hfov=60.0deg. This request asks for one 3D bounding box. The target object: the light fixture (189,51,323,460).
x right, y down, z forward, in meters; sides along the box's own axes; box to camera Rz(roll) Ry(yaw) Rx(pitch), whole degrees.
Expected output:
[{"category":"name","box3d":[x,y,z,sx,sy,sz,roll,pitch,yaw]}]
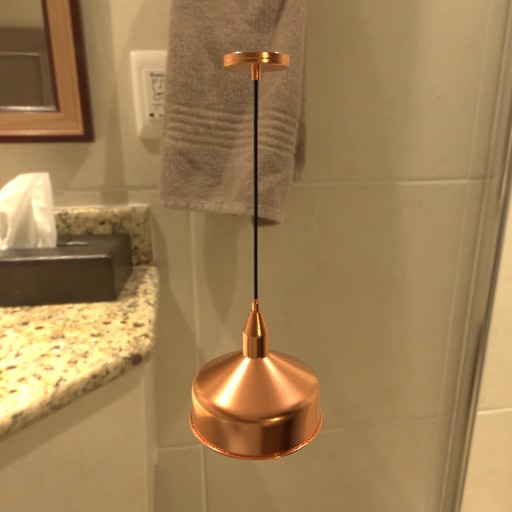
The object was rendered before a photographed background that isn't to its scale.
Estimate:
[{"category":"light fixture","box3d":[0.000,0.000,0.911,0.301,0.754,0.301,14,21,41]}]
